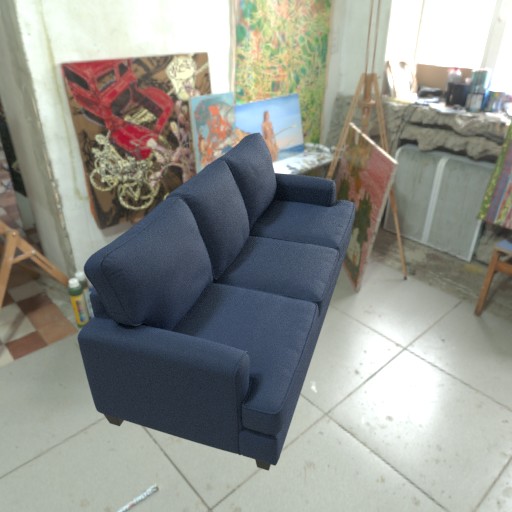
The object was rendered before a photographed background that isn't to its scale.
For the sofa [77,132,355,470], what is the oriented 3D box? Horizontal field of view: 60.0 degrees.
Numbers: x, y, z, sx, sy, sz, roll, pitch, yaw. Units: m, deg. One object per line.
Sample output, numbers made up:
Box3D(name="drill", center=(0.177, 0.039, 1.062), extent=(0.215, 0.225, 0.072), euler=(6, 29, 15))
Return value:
Box3D(name="sofa", center=(0.000, 0.000, 2.693), extent=(0.951, 0.965, 2.158), euler=(10, 32, 16))
